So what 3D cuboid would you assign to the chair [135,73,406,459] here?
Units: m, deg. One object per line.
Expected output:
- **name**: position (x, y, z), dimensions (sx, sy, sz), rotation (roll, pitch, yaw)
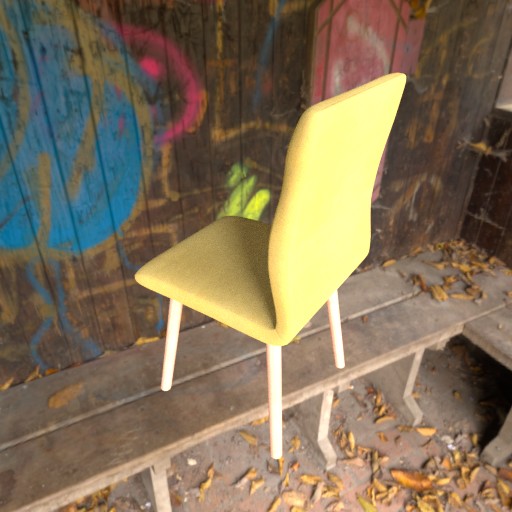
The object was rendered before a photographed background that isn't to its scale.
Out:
- **chair**: position (0.000, 0.000, 1.256), dimensions (0.550, 0.965, 0.450), rotation (20, 37, 29)
